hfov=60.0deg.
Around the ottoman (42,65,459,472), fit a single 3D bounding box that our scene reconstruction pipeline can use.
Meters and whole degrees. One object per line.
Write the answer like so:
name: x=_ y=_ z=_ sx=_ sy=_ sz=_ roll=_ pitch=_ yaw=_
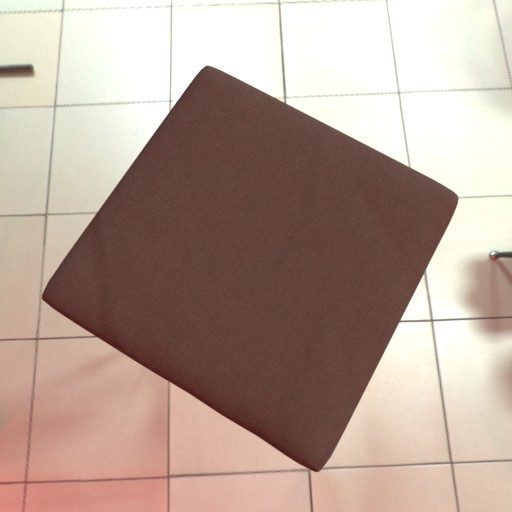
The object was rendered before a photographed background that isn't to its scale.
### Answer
ottoman: x=0.000 y=0.000 z=1.813 sx=1.181 sy=0.470 sz=1.181 roll=30 pitch=78 yaw=7
